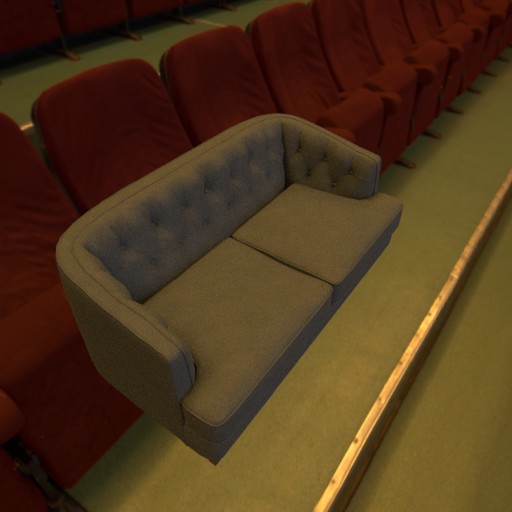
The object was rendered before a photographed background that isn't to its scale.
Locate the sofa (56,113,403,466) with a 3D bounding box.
[{"bbox_3d":[0.000,0.000,2.261,0.941,0.855,1.733,25,47,26],"label":"sofa"}]
